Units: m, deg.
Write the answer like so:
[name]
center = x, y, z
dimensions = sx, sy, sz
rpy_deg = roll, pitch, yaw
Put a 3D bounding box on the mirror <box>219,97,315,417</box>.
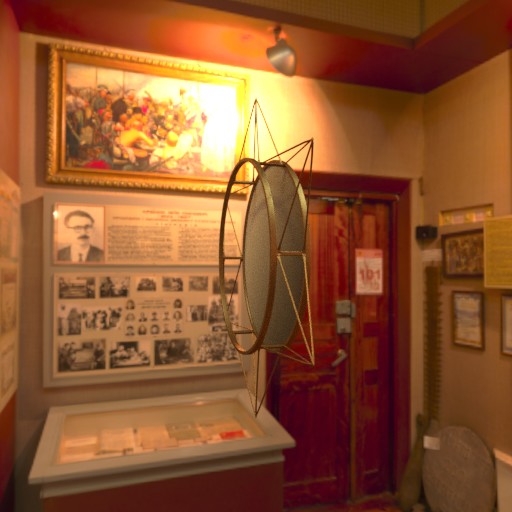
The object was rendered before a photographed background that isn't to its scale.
[mirror]
center = 0.000, 0.000, 0.803
dimensions = 0.062, 0.581, 0.498
rpy_deg = 0, -1, -17
